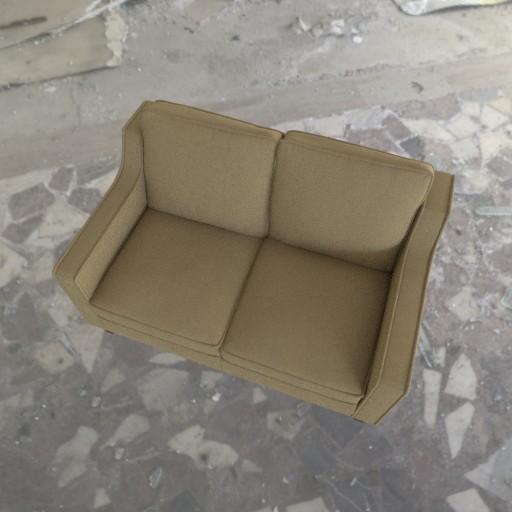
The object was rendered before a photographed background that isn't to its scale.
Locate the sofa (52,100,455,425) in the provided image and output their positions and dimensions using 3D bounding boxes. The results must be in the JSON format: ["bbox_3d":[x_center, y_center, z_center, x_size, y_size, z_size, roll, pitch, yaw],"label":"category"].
[{"bbox_3d":[0.000,0.000,2.096,1.501,0.971,0.987,17,59,10],"label":"sofa"}]
